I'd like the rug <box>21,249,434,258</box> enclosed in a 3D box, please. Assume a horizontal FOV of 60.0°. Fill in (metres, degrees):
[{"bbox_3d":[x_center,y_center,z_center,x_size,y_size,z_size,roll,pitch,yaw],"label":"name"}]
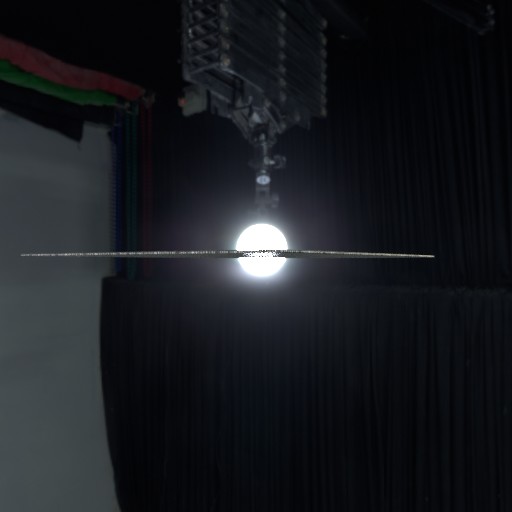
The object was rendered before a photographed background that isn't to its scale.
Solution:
[{"bbox_3d":[0.000,0.000,3.894,2.315,0.015,2.932,-1,-1,35],"label":"rug"}]
